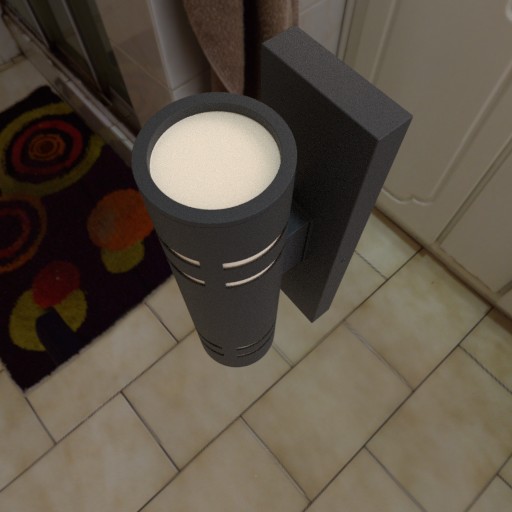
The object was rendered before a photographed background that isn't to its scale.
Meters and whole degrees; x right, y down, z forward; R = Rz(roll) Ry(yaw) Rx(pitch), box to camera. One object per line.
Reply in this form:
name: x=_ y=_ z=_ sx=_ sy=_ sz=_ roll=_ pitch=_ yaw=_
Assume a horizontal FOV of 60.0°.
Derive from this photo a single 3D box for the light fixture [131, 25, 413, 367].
light fixture: x=0.000 y=0.000 z=0.398 sx=0.149 sy=0.330 sz=0.105 roll=-36 pitch=69 yaw=-16
